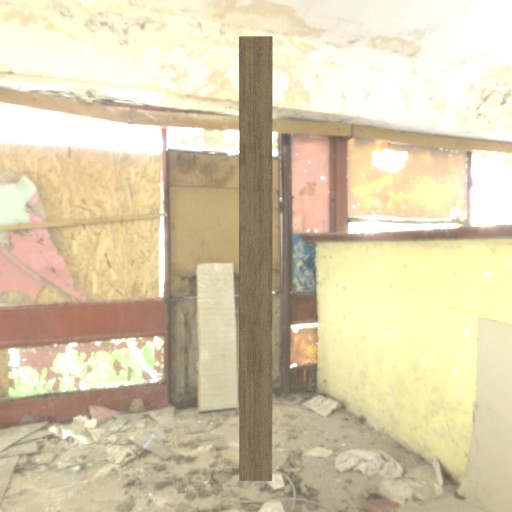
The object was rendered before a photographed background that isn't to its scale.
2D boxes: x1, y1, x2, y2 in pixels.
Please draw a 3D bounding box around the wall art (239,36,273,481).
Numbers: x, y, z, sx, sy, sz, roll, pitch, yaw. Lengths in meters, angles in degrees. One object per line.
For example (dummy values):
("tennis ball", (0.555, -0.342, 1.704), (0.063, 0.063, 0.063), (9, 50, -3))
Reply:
("wall art", (0.000, 0.000, 0.760), (0.038, 0.508, 0.508), (0, 1, 0))
